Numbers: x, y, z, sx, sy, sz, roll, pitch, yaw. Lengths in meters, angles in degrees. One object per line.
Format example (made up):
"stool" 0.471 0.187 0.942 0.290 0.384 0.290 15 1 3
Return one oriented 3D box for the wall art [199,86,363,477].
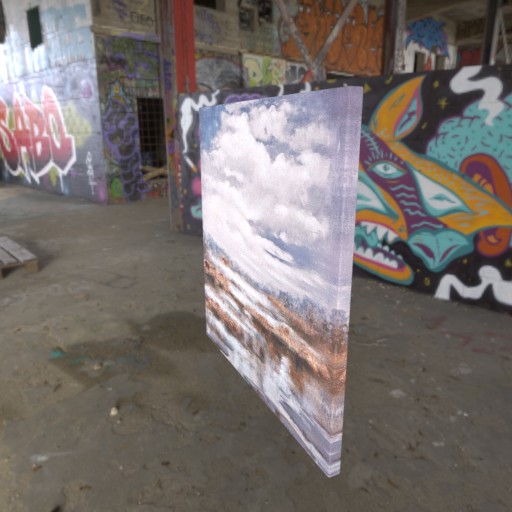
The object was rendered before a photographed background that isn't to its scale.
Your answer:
"wall art" 0.000 0.000 1.351 0.035 0.897 0.888 -7 17 -25
